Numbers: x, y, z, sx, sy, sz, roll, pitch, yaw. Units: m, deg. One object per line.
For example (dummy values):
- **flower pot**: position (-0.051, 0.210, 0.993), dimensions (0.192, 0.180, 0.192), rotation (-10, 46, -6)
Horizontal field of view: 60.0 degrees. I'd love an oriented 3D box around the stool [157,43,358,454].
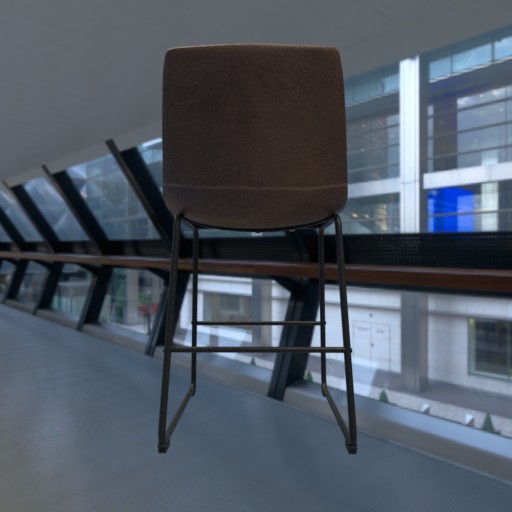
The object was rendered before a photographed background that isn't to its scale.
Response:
- **stool**: position (0.000, 0.000, 1.191), dimensions (0.460, 0.890, 0.550), rotation (0, 0, 1)
